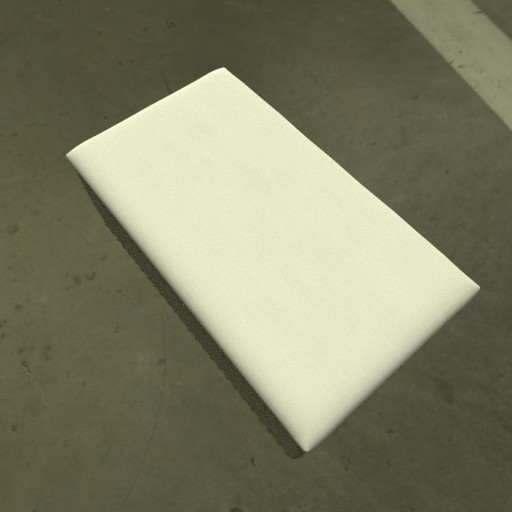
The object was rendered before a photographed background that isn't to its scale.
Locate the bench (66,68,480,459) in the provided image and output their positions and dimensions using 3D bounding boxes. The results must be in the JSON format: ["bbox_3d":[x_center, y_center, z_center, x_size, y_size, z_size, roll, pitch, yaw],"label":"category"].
[{"bbox_3d":[0.000,0.000,1.184,0.500,0.449,0.887,-36,68,-17],"label":"bench"}]
